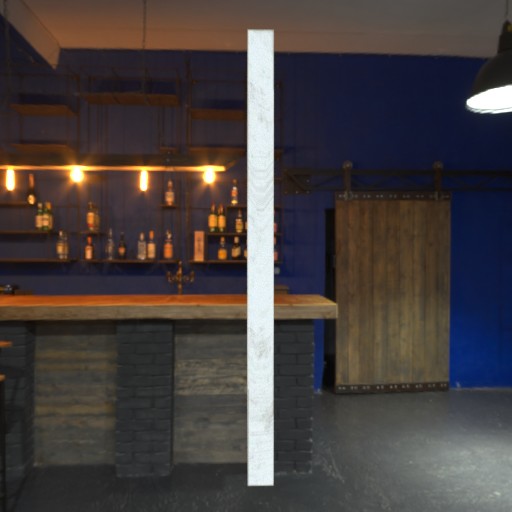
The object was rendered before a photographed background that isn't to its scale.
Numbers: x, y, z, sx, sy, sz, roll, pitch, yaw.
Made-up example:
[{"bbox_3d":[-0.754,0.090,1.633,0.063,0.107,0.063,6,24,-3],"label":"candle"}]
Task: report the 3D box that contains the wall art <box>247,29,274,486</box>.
[{"bbox_3d":[0.000,0.000,0.745,0.029,0.506,0.508,0,1,-1],"label":"wall art"}]
